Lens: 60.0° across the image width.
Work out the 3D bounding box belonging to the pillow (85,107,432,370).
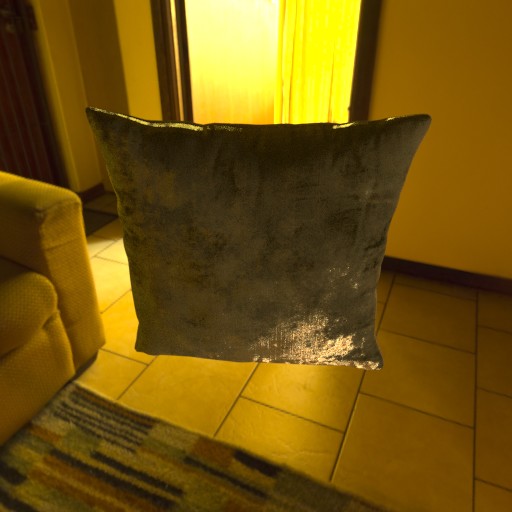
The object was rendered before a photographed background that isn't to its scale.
[{"bbox_3d":[0.000,0.000,0.716,0.470,0.464,0.175,2,31,3],"label":"pillow"}]
